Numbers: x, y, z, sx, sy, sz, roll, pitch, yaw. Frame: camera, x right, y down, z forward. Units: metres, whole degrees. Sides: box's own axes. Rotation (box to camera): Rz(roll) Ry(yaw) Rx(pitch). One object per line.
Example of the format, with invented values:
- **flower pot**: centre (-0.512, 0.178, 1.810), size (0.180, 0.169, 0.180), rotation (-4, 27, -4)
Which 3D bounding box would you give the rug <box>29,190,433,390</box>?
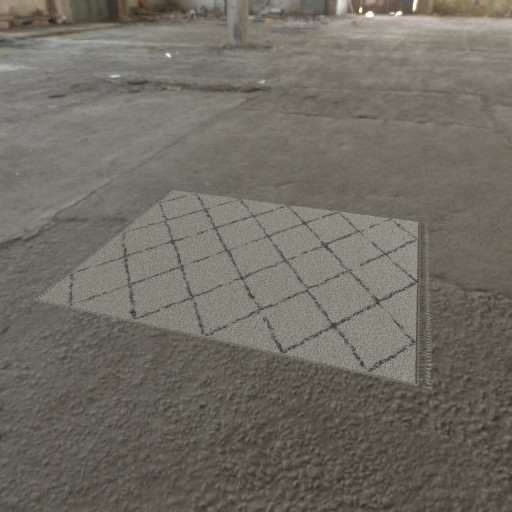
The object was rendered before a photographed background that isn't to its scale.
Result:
- **rug**: centre (0.000, 0.000, 4.095), size (3.051, 0.013, 2.380), rotation (9, 32, 15)
